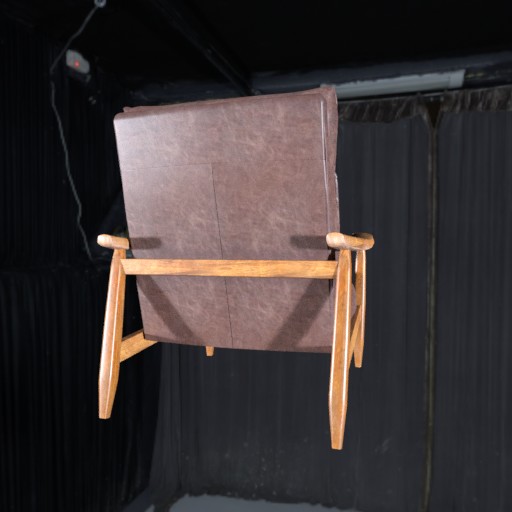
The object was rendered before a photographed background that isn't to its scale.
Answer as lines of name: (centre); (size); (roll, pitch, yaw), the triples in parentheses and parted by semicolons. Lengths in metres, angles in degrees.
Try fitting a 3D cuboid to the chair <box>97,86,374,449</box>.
chair: (0.000, 0.000, 1.518); (0.782, 0.897, 0.830); (0, 1, 17)
